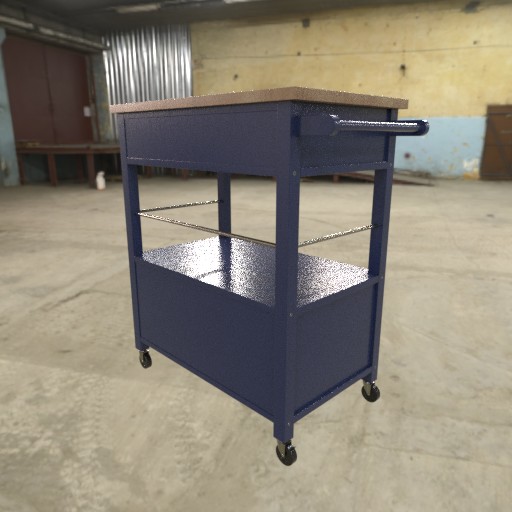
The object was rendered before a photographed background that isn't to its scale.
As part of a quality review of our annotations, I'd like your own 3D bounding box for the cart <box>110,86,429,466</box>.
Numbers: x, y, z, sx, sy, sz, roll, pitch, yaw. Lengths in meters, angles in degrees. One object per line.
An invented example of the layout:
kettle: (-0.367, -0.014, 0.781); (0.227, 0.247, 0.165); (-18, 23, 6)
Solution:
cart: (0.000, 0.000, 1.368); (0.459, 0.901, 0.840); (-14, 21, -42)
